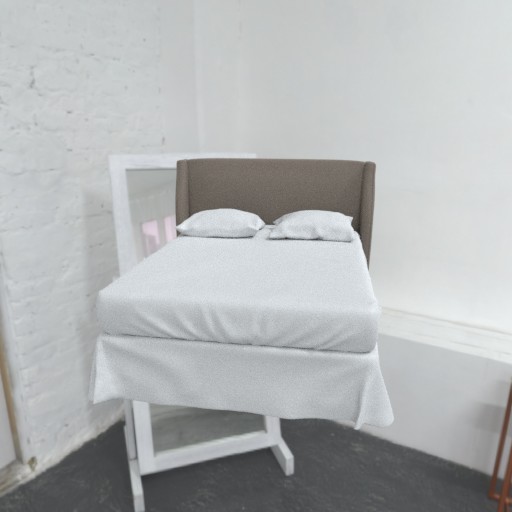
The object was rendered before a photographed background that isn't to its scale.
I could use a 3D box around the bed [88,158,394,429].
[{"bbox_3d":[0.000,0.000,3.439,1.925,1.332,2.276,3,17,9],"label":"bed"}]
